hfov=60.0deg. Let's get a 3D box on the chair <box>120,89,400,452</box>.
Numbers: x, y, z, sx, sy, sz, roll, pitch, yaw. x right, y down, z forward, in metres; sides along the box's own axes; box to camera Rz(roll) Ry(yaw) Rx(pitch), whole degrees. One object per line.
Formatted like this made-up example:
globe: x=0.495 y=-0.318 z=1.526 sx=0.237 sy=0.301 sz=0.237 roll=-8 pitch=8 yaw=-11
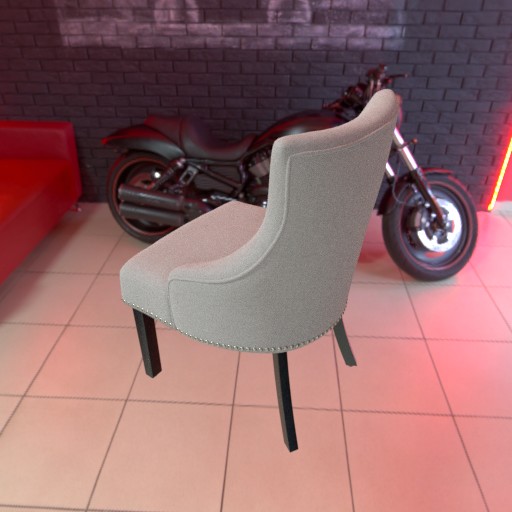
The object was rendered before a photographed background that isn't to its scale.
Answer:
chair: x=0.000 y=0.000 z=1.292 sx=0.629 sy=0.909 sz=0.566 roll=21 pitch=38 yaw=29
